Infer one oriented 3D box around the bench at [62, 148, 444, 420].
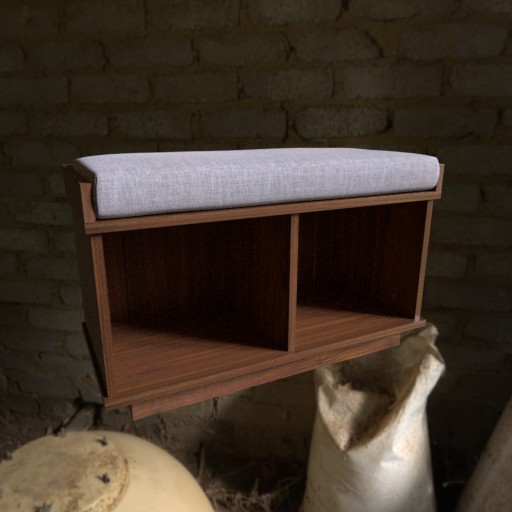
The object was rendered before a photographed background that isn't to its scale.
[{"bbox_3d":[0.000,0.000,0.995,0.734,0.461,0.362,-8,18,-25],"label":"bench"}]
